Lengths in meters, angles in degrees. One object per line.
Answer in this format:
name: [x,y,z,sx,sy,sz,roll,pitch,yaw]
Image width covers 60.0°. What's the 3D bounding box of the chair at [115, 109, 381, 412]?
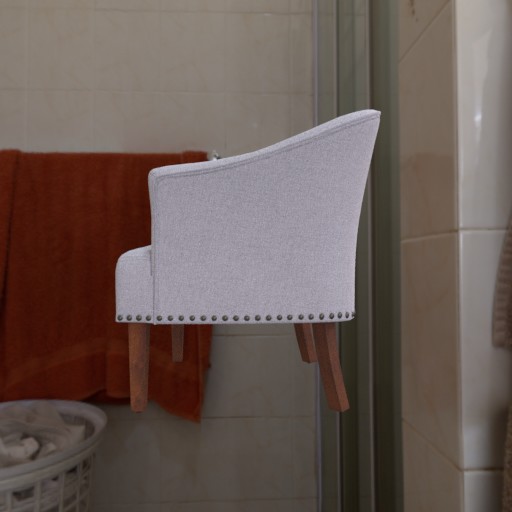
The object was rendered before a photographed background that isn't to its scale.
chair: [0.000,0.000,1.427,0.704,0.815,0.798,0,-1,0]
